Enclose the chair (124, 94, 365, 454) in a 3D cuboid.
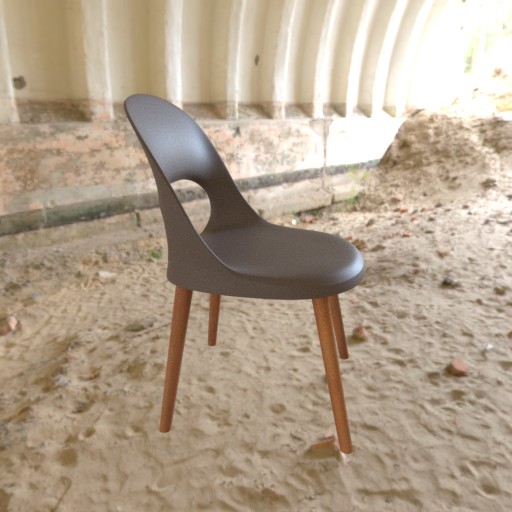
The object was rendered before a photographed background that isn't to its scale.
[{"bbox_3d":[0.000,0.000,1.152,0.556,0.794,0.470,3,18,10],"label":"chair"}]
